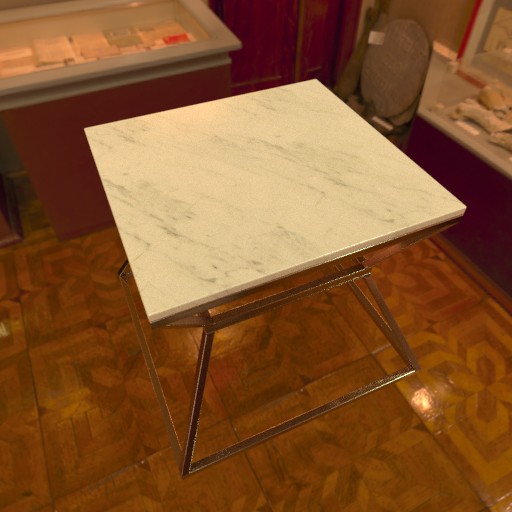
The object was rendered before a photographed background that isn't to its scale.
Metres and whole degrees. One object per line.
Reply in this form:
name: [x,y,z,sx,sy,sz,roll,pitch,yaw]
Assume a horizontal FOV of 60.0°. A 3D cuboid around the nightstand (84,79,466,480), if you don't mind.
nightstand: [0.000,0.000,0.853,0.513,0.426,0.514,-18,49,-16]
